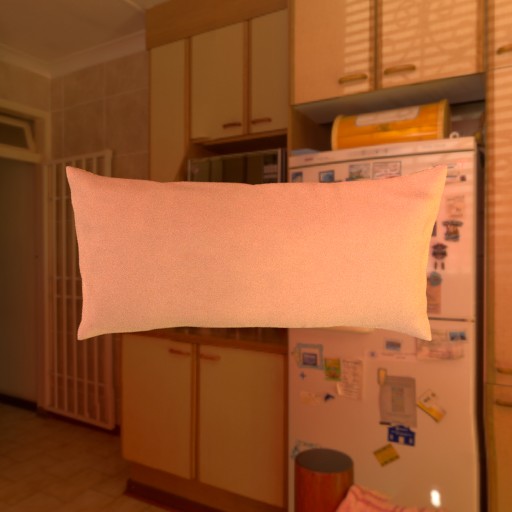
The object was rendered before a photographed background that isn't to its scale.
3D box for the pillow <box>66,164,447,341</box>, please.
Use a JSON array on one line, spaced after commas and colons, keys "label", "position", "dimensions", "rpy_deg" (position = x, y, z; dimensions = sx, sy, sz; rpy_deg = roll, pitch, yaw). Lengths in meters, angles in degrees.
[{"label": "pillow", "position": [0.000, 0.000, 0.735], "dimensions": [0.608, 0.292, 0.156], "rpy_deg": [0, 1, -1]}]
